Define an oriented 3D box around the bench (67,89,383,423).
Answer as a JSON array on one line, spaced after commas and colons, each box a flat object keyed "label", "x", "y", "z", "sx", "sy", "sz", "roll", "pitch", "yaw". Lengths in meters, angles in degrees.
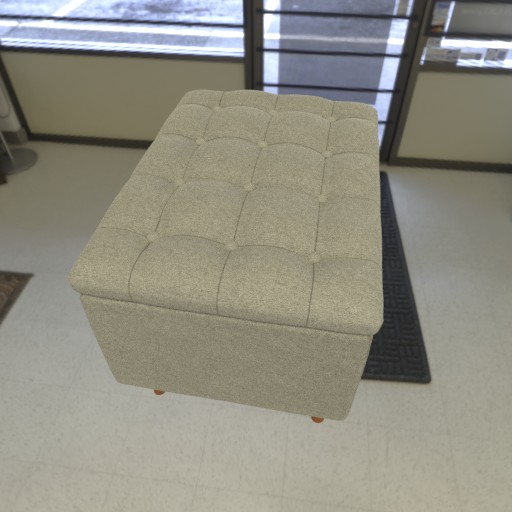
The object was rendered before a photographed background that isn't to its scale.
[{"label": "bench", "x": 0.000, "y": 0.000, "z": 0.894, "sx": 0.417, "sy": 0.469, "sz": 0.572, "roll": 7, "pitch": 46, "yaw": 7}]
